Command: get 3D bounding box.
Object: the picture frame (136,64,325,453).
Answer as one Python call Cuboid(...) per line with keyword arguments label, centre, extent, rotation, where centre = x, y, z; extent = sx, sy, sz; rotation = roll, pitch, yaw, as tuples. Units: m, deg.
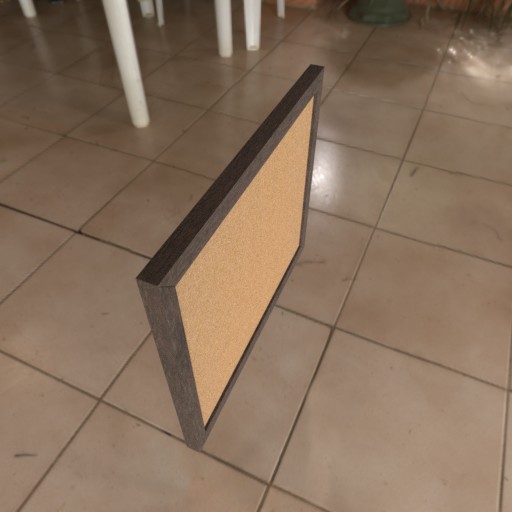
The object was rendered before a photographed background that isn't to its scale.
Cuboid(label="picture frame", centre=(0.000, 0.000, 0.779), extent=(0.026, 0.455, 0.546), rotation=(18, 49, 16))
